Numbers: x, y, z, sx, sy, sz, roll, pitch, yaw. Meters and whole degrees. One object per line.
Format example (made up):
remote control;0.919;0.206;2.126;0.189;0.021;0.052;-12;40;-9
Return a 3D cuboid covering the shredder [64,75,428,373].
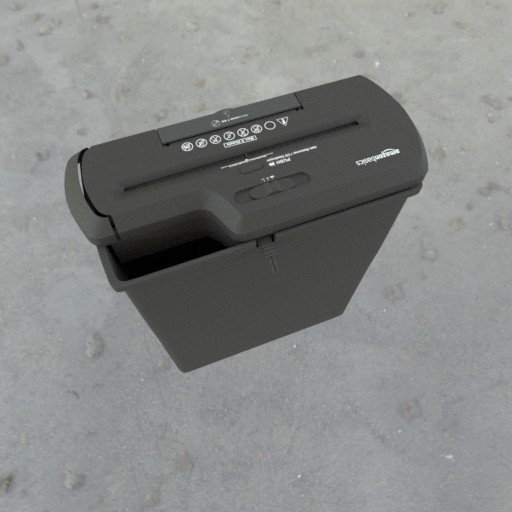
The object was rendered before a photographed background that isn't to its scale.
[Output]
shredder;0.000;0.000;0.518;0.320;0.335;0.170;-18;62;-10
